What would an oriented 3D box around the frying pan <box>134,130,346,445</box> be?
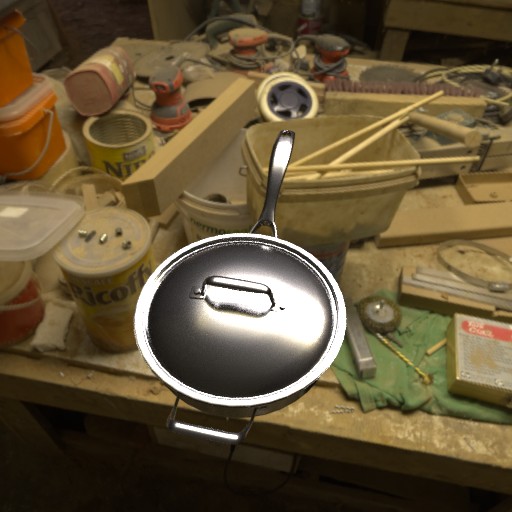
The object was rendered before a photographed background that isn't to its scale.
[{"bbox_3d":[0.000,0.000,0.665,0.280,0.114,0.561,9,48,8],"label":"frying pan"}]
